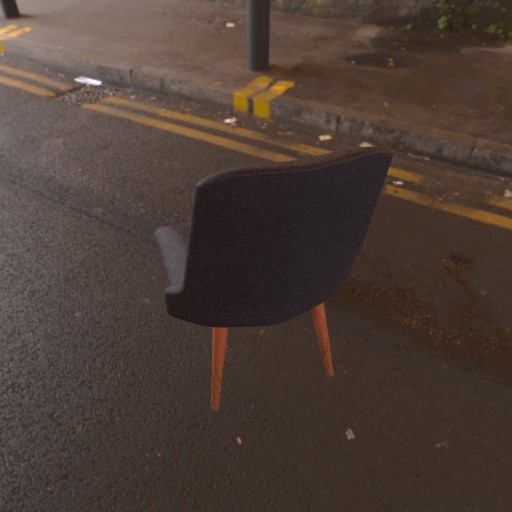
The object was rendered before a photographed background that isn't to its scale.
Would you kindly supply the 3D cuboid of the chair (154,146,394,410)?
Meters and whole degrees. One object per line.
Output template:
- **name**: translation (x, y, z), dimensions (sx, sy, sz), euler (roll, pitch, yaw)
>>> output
- **chair**: translation (0.000, 0.000, 1.162), dimensions (0.504, 0.820, 0.567), euler (-12, 42, -14)
